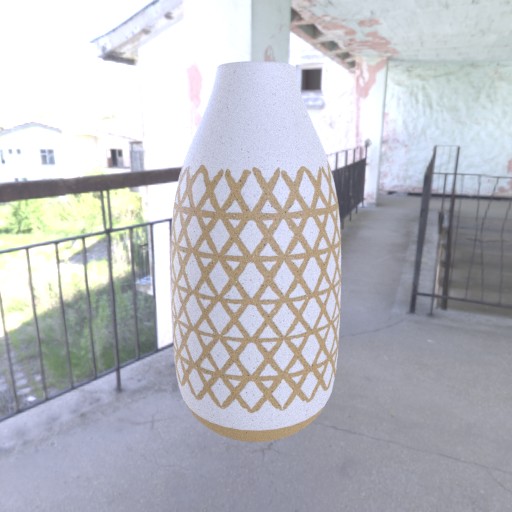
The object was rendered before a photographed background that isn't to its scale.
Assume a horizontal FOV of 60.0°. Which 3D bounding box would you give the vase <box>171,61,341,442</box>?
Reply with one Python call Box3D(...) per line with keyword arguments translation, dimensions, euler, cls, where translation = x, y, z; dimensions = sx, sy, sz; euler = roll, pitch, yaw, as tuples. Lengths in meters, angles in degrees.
Box3D(translation=(0.000, 0.000, 0.480), dimensions=(0.186, 0.380, 0.186), euler=(0, 16, 0), cls="vase")
